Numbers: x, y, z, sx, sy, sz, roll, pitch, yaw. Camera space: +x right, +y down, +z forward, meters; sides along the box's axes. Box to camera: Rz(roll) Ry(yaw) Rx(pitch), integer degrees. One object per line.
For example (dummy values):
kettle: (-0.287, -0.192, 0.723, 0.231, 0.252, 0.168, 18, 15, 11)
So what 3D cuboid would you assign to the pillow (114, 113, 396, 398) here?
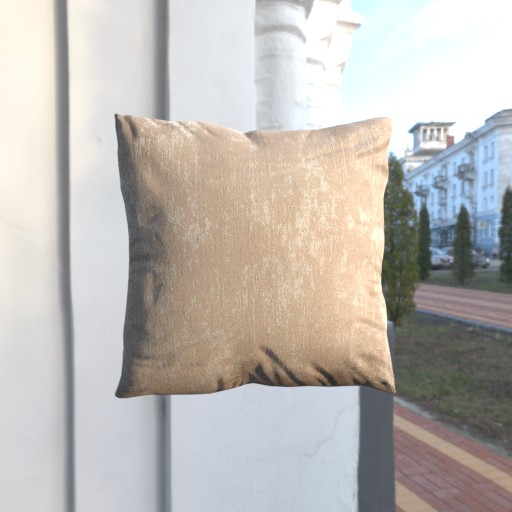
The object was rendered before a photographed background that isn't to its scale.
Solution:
pillow: (0.000, 0.000, 0.714, 0.450, 0.448, 0.245, 0, 1, -2)
